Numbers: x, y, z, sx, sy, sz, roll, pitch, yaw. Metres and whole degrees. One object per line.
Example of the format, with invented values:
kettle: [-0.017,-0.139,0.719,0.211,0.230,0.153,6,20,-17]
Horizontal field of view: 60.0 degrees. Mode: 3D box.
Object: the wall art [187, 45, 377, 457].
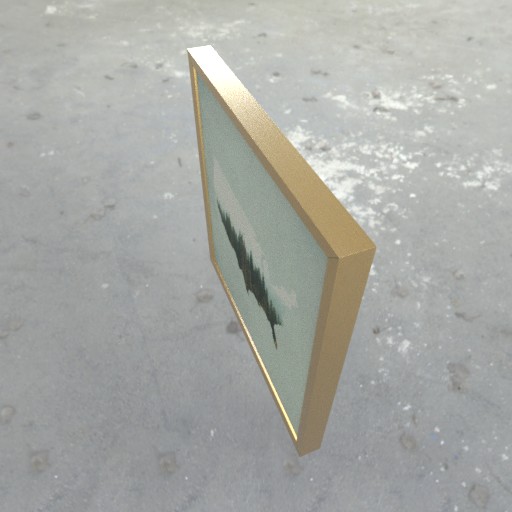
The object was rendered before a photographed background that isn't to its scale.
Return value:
wall art: [0.000,0.000,0.758,0.040,0.509,0.509,-16,49,-15]
